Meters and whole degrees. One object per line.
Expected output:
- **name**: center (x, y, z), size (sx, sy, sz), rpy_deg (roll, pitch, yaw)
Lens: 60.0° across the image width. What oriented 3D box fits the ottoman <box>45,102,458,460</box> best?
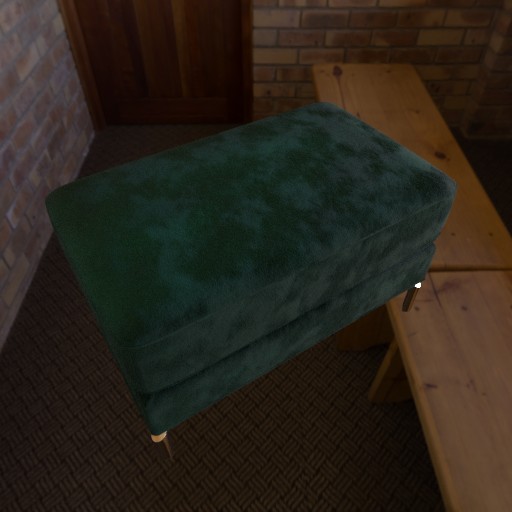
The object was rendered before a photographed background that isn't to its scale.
- **ottoman**: center (0.000, 0.000, 1.217), size (0.886, 0.533, 0.536), rpy_deg (-25, 51, -22)
